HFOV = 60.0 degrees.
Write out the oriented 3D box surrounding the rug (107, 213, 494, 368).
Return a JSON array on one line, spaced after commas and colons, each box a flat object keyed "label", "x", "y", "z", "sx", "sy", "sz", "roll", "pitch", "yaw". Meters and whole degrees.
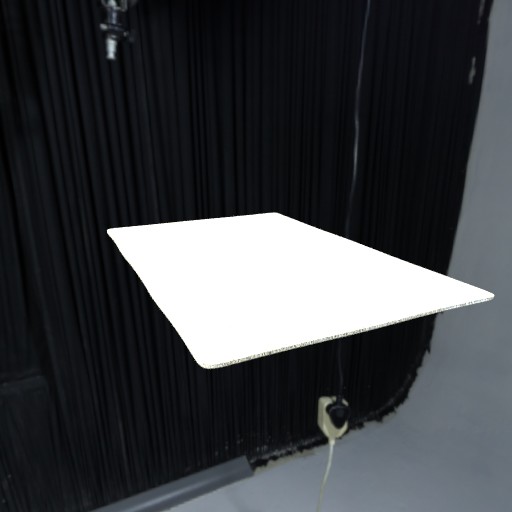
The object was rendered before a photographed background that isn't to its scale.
[{"label": "rug", "x": 0.000, "y": 0.000, "z": 3.355, "sx": 1.798, "sy": 0.025, "sz": 2.698, "roll": -8, "pitch": 19, "yaw": -25}]
